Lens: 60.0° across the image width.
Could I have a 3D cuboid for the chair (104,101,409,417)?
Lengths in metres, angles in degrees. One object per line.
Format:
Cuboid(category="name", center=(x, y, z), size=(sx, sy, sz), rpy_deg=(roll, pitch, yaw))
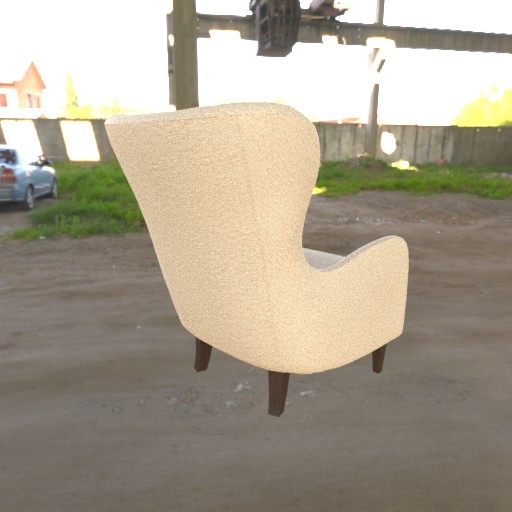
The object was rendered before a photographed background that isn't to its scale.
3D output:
Cuboid(category="chair", center=(0.000, 0.000, 1.739), size=(0.984, 1.064, 0.861), rpy_deg=(-13, 19, -43))
